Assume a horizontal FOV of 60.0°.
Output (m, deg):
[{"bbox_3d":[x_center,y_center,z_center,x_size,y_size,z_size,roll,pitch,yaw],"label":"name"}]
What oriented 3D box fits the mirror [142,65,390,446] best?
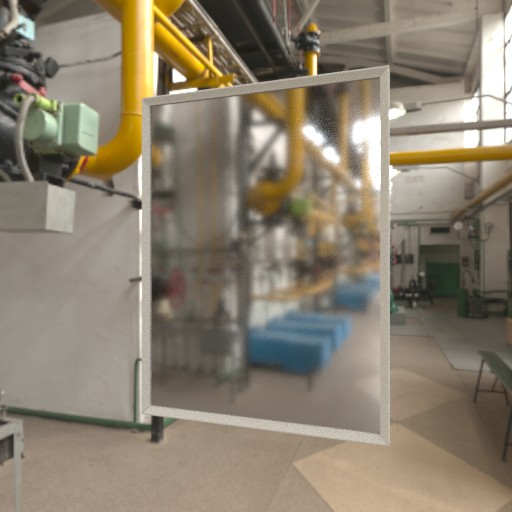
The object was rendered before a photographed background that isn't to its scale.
[{"bbox_3d":[0.000,0.000,1.321,0.762,1.016,0.041,0,0,19],"label":"mirror"}]
